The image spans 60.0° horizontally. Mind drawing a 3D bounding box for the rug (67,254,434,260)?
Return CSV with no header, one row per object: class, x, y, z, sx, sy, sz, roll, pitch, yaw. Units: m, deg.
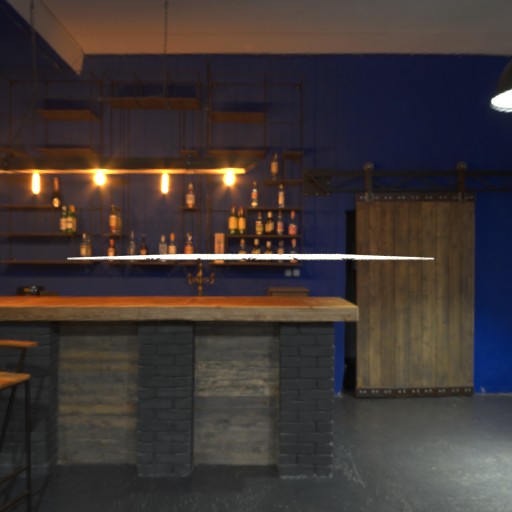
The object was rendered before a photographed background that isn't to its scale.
rug,0.000,0.000,3.068,1.526,0.008,2.465,0,1,1
